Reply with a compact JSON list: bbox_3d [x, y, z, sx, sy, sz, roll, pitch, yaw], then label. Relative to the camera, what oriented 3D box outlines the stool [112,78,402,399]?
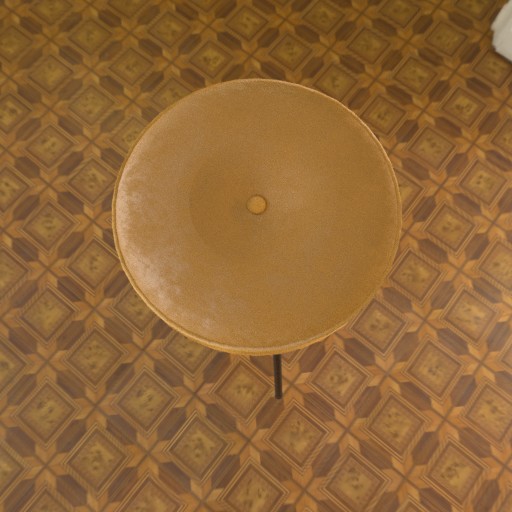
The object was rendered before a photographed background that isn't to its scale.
[{"bbox_3d":[0.000,0.000,0.918,0.472,0.595,0.438,37,78,9],"label":"stool"}]
